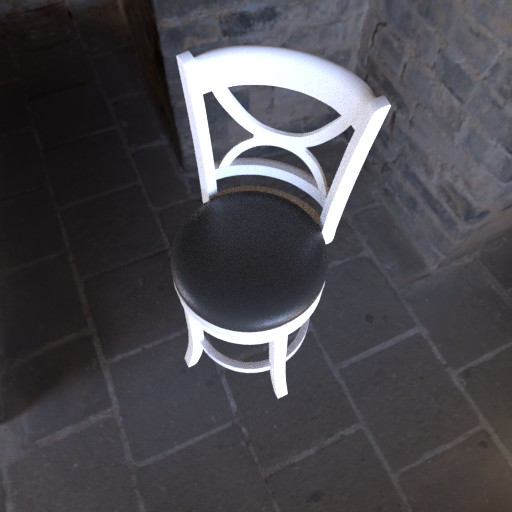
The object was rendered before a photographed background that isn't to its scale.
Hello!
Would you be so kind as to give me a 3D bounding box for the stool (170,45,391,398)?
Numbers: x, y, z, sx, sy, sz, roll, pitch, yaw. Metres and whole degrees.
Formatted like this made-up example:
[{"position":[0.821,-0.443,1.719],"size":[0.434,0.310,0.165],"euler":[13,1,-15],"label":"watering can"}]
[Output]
[{"position":[0.000,0.000,1.225],"size":[0.444,0.953,0.508],"euler":[17,62,9],"label":"stool"}]
